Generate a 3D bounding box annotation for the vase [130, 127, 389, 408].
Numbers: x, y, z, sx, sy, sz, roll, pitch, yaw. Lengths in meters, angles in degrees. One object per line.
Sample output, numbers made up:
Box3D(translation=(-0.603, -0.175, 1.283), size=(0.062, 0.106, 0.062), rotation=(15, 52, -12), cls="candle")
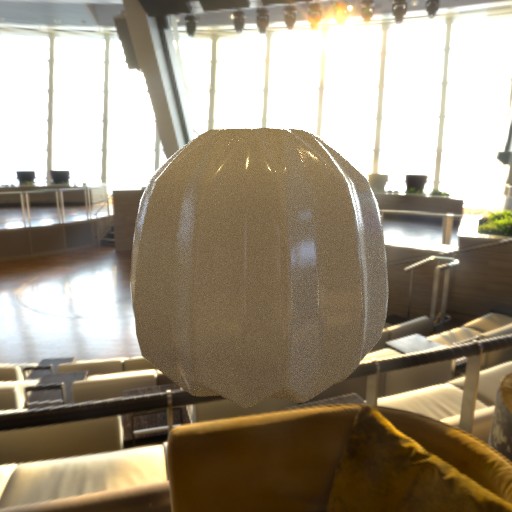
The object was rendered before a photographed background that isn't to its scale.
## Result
Box3D(translation=(0.000, 0.000, 0.245), size=(0.139, 0.134, 0.139), rotation=(0, 13, 0), cls="vase")
